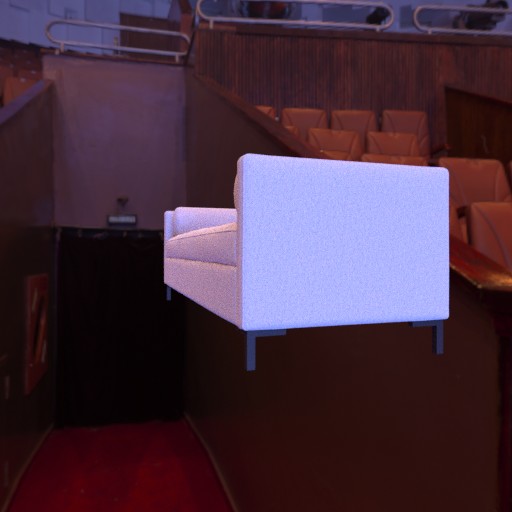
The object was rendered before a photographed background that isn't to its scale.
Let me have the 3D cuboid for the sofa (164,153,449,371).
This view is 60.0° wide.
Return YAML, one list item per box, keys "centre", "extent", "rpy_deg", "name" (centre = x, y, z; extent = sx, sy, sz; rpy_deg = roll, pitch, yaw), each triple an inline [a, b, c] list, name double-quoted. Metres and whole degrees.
- centre: [0.000, 0.000, 2.305]
  extent: [0.746, 0.641, 1.985]
  rpy_deg: [0, 1, -18]
  name: "sofa"
